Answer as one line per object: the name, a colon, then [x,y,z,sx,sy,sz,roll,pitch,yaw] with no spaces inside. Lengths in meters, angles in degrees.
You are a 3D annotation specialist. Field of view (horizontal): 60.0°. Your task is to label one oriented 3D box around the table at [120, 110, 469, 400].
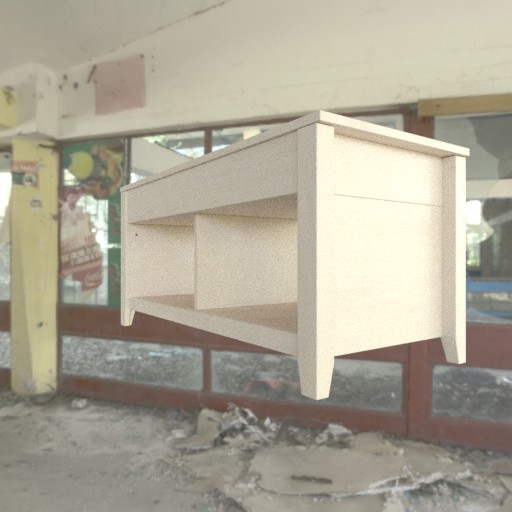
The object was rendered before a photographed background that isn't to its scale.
table: [0.000,0.000,1.279,0.457,0.483,1.016,0,0,-35]
